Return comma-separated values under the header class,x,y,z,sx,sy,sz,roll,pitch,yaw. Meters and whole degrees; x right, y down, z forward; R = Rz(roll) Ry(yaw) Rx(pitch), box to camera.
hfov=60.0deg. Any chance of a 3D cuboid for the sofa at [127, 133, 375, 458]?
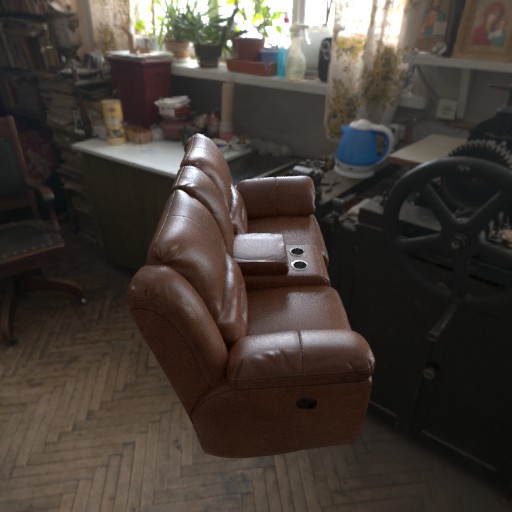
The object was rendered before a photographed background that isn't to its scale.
class,x,y,z,sx,sy,sz,roll,pitch,yaw
sofa,0.000,0.000,2.626,0.991,1.043,2.058,-1,31,-1
